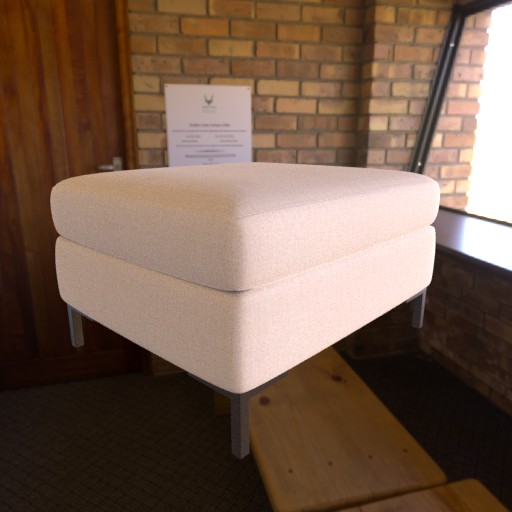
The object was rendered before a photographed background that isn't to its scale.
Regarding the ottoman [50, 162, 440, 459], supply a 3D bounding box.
[{"bbox_3d":[0.000,0.000,1.153,0.657,0.453,0.794,14,21,41],"label":"ottoman"}]
